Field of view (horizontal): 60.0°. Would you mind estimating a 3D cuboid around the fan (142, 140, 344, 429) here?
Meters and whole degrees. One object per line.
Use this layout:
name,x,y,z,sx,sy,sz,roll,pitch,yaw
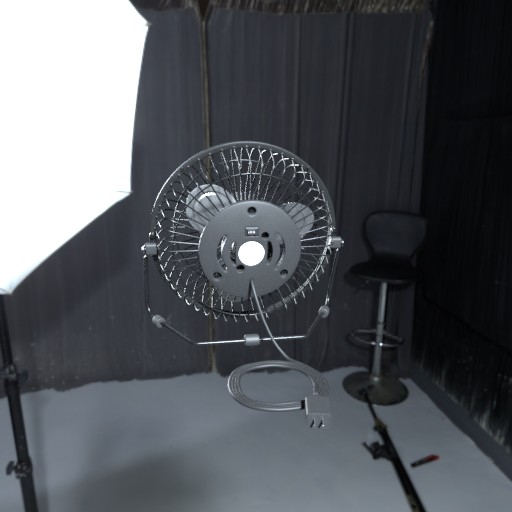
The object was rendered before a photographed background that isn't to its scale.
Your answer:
fan,0.000,0.000,0.372,0.209,0.188,0.227,-2,15,-9
